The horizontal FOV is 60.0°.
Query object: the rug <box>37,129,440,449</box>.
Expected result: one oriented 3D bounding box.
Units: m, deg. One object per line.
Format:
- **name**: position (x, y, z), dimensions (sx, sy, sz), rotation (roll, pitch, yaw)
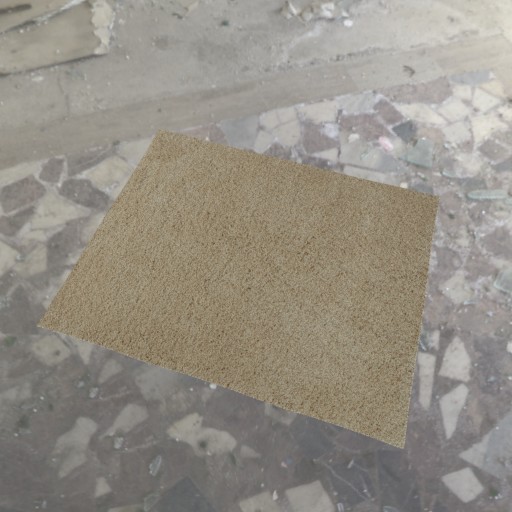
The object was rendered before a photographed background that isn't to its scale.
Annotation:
- **rug**: position (0.000, 0.000, 3.991), dimensions (3.000, 0.025, 2.400), rotation (16, 60, 9)
